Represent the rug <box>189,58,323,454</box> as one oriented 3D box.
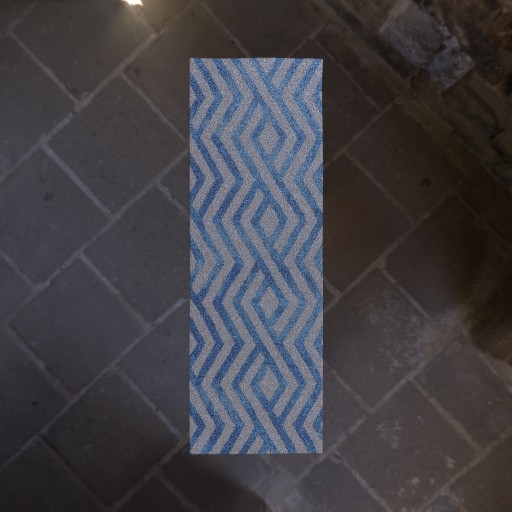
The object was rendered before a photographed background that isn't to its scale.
[{"bbox_3d":[0.000,0.000,1.672,0.503,0.007,1.492,0,90,-1],"label":"rug"}]
